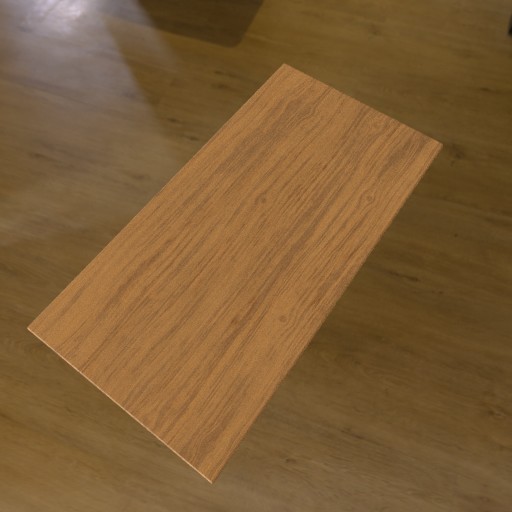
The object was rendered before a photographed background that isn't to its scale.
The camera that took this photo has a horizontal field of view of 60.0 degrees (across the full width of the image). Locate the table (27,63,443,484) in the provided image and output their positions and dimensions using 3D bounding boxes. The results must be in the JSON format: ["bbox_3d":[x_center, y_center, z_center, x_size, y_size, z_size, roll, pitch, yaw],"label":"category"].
[{"bbox_3d":[0.000,0.000,1.635,0.693,0.445,1.331,33,69,15],"label":"table"}]
